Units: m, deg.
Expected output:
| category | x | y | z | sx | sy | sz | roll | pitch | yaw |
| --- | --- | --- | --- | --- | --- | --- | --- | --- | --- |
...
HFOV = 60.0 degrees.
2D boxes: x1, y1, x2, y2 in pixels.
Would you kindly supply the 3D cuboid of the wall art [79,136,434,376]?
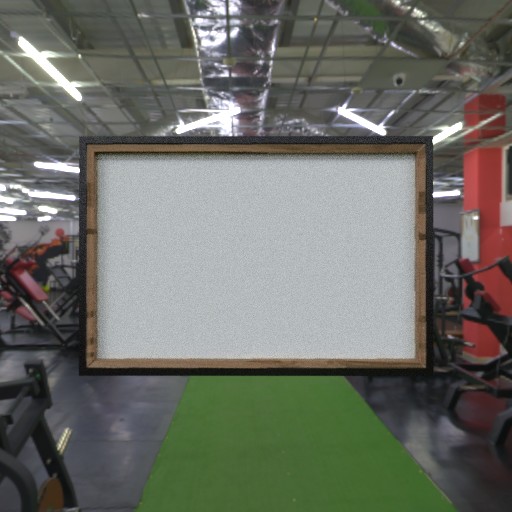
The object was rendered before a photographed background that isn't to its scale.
| category | x | y | z | sx | sy | sz | roll | pitch | yaw |
| --- | --- | --- | --- | --- | --- | --- | --- | --- | --- |
| wall art | 0.000 | 0.000 | 0.834 | 0.659 | 0.446 | 0.022 | 0 | 0 | 0 |
